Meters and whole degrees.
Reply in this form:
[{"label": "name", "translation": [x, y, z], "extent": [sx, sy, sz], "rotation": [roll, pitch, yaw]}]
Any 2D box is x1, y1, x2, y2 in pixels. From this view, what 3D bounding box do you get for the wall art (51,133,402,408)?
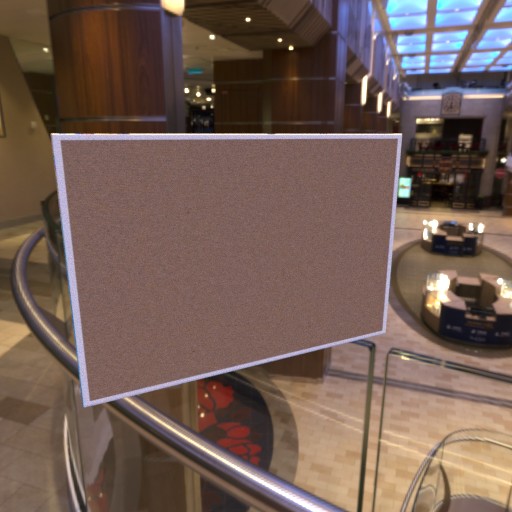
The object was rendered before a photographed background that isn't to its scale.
[{"label": "wall art", "translation": [0.000, 0.000, 1.444], "extent": [1.136, 0.769, 0.040], "rotation": [-7, 17, -25]}]
